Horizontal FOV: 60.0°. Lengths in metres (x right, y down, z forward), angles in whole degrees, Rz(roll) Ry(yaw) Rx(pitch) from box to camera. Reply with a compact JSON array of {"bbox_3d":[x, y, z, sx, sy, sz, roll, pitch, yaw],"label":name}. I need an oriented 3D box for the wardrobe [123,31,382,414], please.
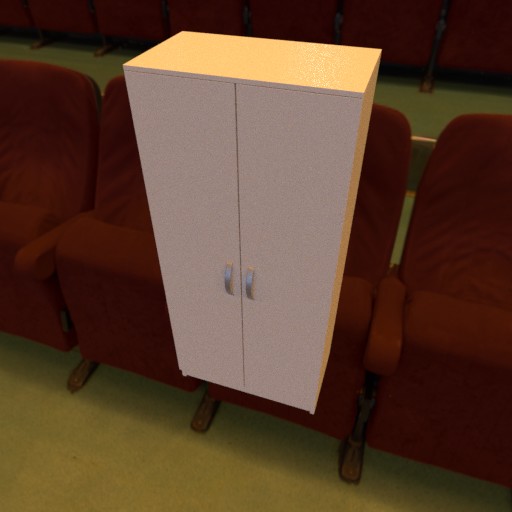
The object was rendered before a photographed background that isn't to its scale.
[{"bbox_3d":[0.000,0.000,2.004,0.760,1.700,0.470,12,42,14],"label":"wardrobe"}]
